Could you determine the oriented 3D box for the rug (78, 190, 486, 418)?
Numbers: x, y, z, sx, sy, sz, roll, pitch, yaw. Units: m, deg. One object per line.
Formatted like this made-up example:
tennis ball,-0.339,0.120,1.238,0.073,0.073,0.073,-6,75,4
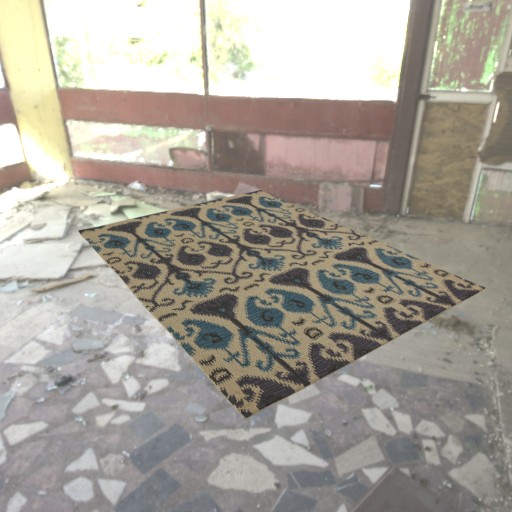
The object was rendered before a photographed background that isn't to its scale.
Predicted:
rug,0.000,0.000,4.250,2.443,0.024,3.228,-18,32,-31
